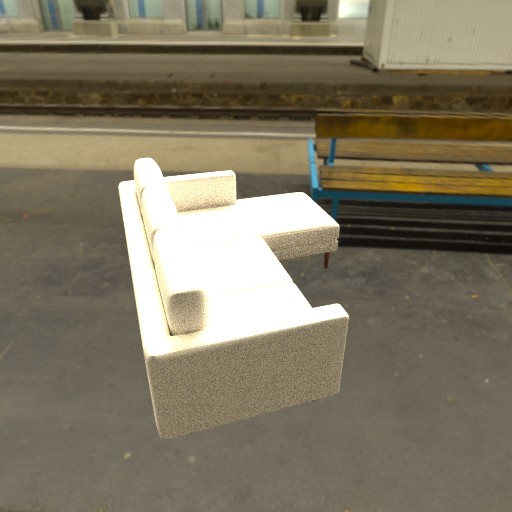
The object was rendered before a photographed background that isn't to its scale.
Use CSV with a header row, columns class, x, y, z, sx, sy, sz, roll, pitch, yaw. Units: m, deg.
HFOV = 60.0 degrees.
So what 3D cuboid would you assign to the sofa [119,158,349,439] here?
class,x,y,z,sx,sy,sz,roll,pitch,yaw
sofa,0.000,0.000,2.906,1.580,0.899,2.029,-9,32,-15
